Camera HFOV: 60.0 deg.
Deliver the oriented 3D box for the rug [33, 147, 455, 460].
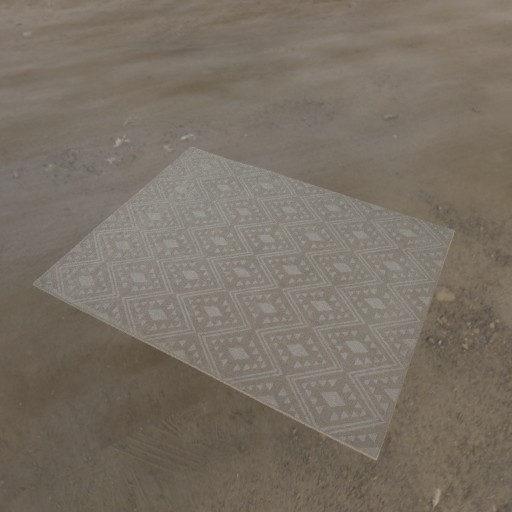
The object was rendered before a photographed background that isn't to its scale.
[{"bbox_3d":[0.000,0.000,3.989,3.011,0.054,2.399,21,50,19],"label":"rug"}]
